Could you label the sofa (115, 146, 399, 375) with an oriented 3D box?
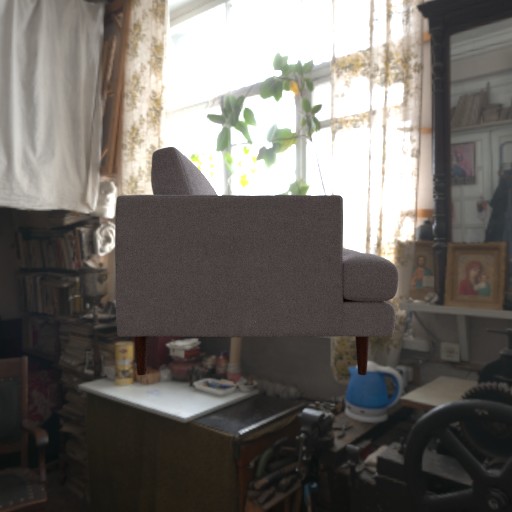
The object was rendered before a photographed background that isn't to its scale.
[{"bbox_3d":[0.000,0.000,2.696,1.020,0.868,2.250,0,1,0],"label":"sofa"}]
